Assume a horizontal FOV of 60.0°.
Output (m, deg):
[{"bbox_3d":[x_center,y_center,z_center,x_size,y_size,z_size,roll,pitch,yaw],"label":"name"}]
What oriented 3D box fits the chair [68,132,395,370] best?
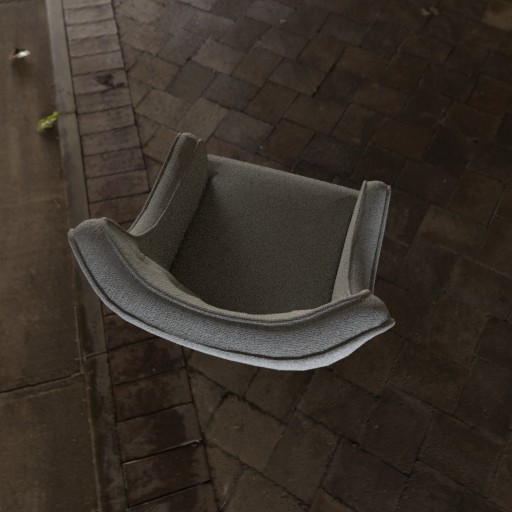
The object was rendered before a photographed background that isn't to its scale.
[{"bbox_3d":[0.000,0.000,1.542,0.820,0.920,0.910,15,65,7],"label":"chair"}]
